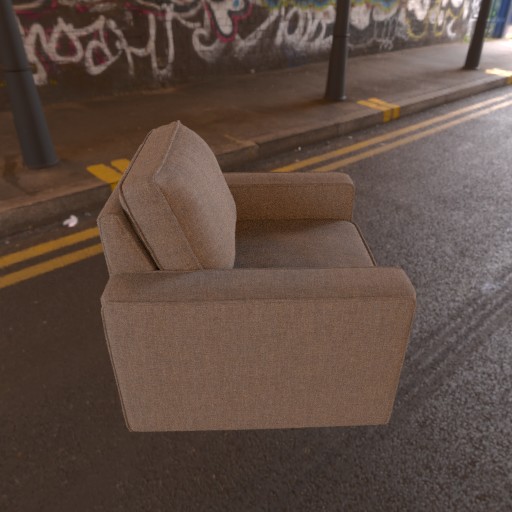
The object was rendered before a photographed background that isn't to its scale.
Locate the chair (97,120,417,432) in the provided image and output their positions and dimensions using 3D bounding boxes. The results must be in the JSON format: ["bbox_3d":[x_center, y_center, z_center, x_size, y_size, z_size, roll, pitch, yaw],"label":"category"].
[{"bbox_3d":[0.000,0.000,1.744,0.940,0.914,1.016,-1,32,-2],"label":"chair"}]
